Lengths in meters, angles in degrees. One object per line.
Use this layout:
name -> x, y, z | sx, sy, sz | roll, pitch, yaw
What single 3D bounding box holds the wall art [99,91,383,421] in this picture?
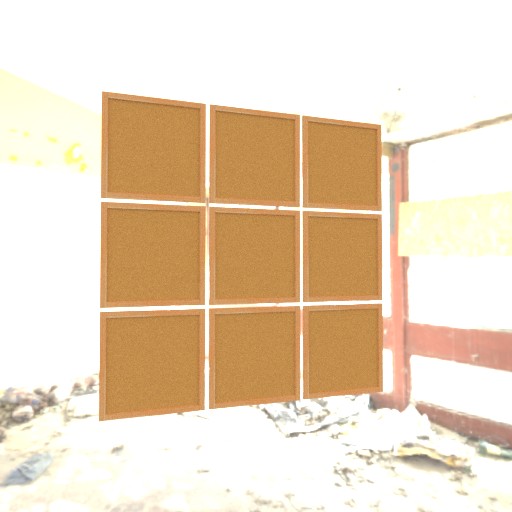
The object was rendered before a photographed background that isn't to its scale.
wall art -> 0.000, 0.000, 1.834 | 1.216, 1.220, 0.013 | 0, -2, -19
